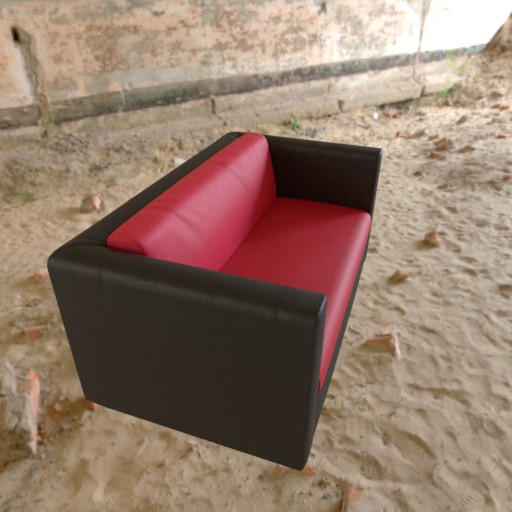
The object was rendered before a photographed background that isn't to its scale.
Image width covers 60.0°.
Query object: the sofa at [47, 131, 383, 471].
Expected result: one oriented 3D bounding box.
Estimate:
[{"bbox_3d":[0.000,0.000,1.907,0.845,0.735,1.410,11,33,17],"label":"sofa"}]
